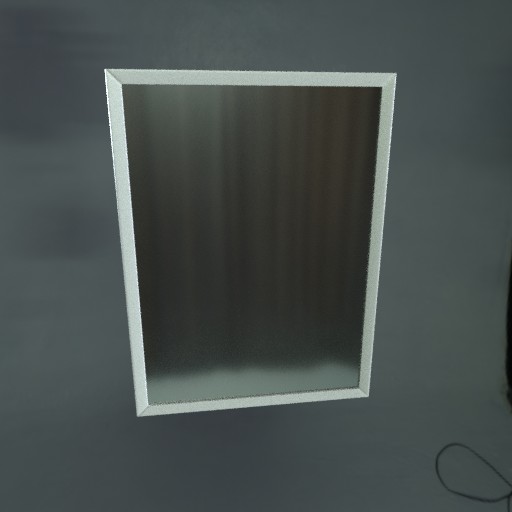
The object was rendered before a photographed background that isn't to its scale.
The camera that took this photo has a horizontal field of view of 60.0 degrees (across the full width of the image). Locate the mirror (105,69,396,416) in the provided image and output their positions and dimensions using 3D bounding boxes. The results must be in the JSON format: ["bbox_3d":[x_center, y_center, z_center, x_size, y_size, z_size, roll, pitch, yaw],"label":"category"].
[{"bbox_3d":[0.000,0.000,1.317,0.762,1.016,0.040,-2,17,-8],"label":"mirror"}]
